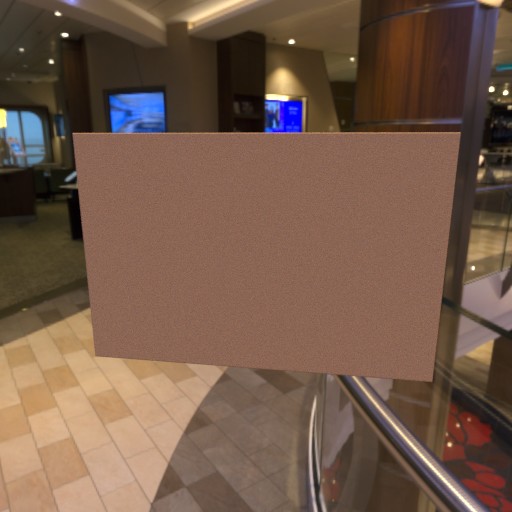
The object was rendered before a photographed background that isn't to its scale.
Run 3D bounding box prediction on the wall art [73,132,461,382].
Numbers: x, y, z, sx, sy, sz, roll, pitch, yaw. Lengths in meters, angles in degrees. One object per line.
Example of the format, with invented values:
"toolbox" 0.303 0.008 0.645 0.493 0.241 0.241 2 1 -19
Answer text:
"wall art" 0.000 0.000 0.761 0.609 0.407 0.039 2 15 8
